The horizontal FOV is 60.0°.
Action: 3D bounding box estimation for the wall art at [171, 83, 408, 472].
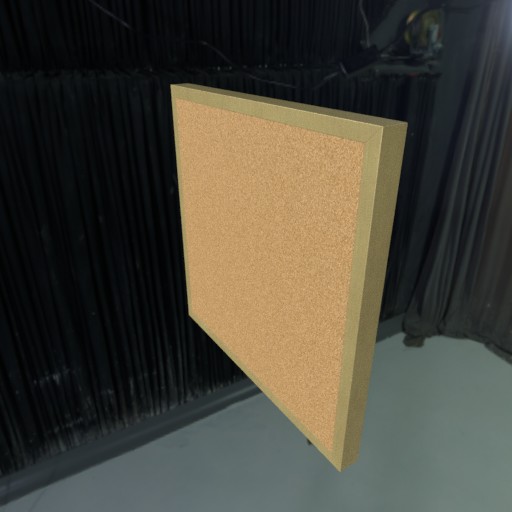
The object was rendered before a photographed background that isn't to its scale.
[{"bbox_3d":[0.000,0.000,0.752,0.038,0.508,0.508,-17,31,-30],"label":"wall art"}]
